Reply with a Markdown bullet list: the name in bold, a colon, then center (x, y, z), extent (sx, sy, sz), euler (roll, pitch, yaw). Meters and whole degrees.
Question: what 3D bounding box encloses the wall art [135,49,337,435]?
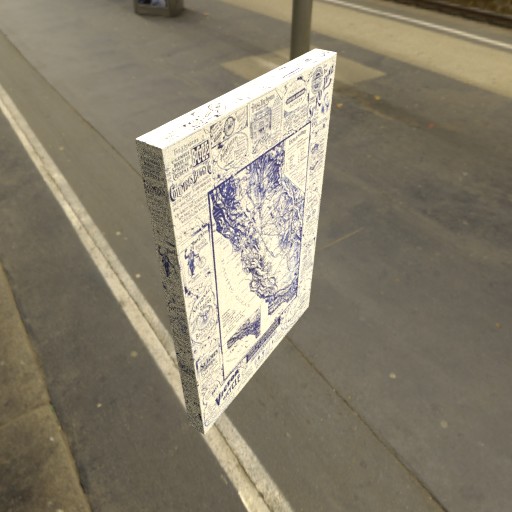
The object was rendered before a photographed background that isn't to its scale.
- **wall art**: center (0.000, 0.000, 0.497), extent (0.025, 0.376, 0.255), euler (24, 46, 25)
